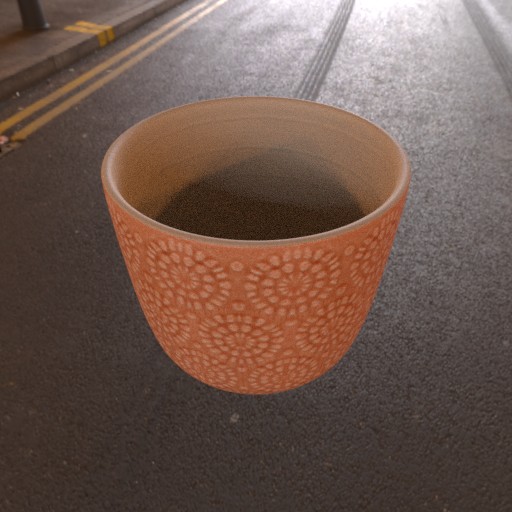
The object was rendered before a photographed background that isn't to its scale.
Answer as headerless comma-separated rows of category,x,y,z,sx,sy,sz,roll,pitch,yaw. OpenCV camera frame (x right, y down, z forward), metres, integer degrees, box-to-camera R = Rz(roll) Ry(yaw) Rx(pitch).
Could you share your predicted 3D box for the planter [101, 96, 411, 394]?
planter,0.000,0.000,0.367,0.208,0.190,0.208,0,40,0
